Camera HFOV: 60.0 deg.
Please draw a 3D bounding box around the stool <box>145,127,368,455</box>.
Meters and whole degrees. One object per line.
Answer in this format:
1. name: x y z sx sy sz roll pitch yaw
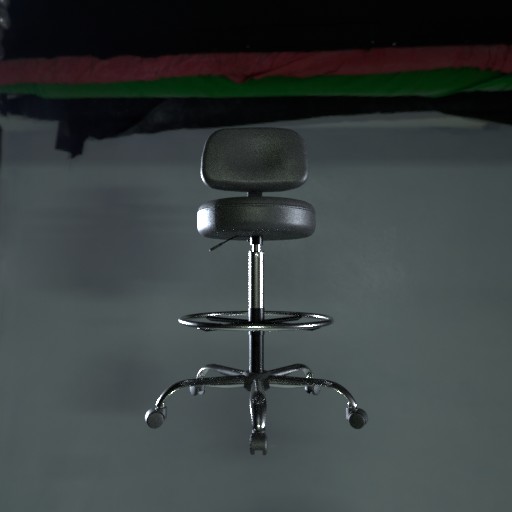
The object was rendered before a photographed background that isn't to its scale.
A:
1. stool: 0.000 0.000 1.487 0.694 1.069 0.658 0 -3 -1
